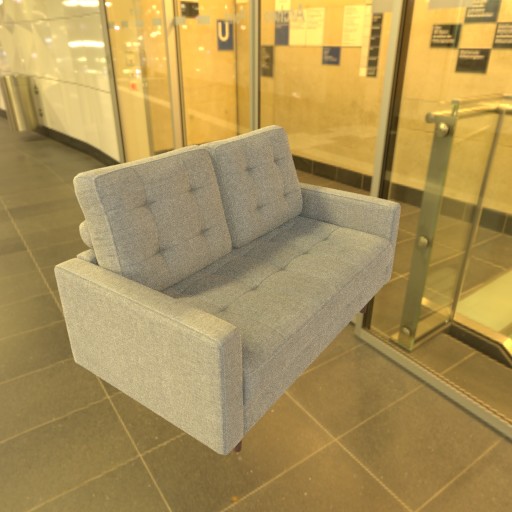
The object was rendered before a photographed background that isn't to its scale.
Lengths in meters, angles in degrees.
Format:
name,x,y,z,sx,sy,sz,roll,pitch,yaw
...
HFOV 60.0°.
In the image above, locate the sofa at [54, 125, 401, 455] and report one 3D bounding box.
name,x,y,z,sx,sy,sz,roll,pitch,yaw
sofa,0.000,0.000,1.931,0.842,0.907,1.407,17,31,32
